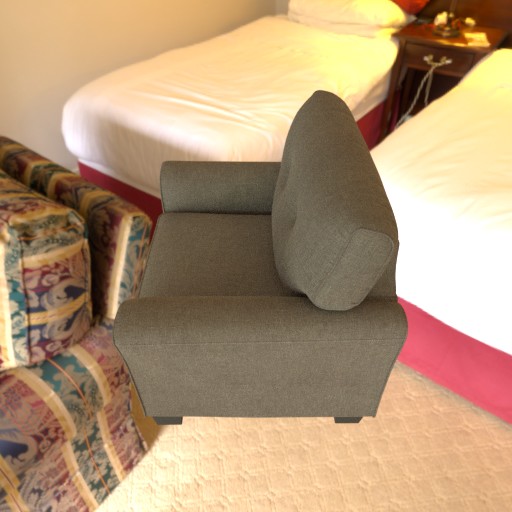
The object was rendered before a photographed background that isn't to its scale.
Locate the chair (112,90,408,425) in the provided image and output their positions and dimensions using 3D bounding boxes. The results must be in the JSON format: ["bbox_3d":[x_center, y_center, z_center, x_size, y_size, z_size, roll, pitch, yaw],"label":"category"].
[{"bbox_3d":[0.000,0.000,1.591,0.816,0.890,0.941,0,41,0],"label":"chair"}]
